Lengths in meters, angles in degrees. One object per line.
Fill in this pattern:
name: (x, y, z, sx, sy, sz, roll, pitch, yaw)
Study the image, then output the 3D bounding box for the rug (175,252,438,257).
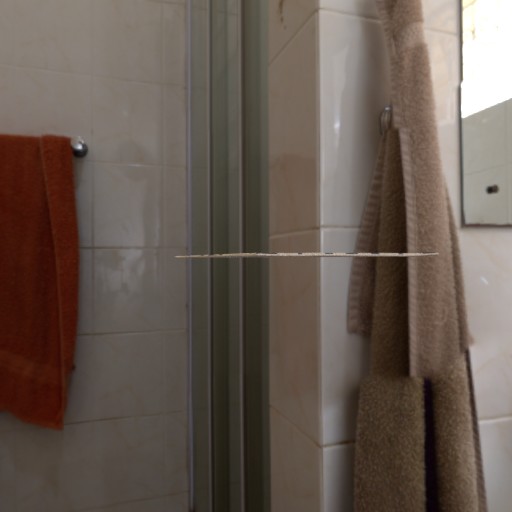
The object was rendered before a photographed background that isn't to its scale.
rug: (0.000, 0.000, 2.595, 0.692, 0.017, 2.301, 0, 0, -17)
